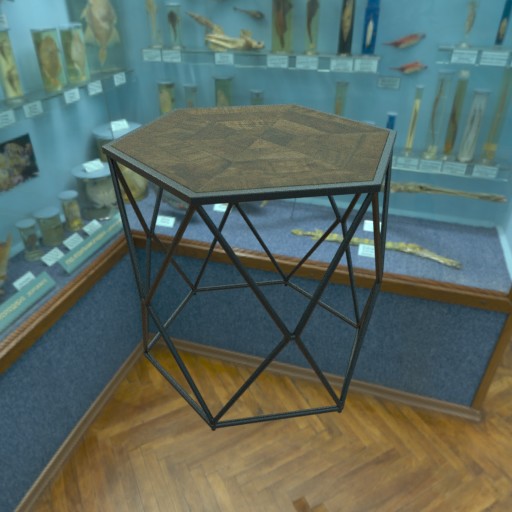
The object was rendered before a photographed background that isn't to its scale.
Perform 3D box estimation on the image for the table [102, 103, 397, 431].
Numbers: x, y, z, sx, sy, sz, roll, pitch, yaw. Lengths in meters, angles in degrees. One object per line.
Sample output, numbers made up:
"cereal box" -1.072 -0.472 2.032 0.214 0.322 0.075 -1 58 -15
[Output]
"table" 0.000 0.000 1.039 0.579 0.564 0.578 11 35 16
